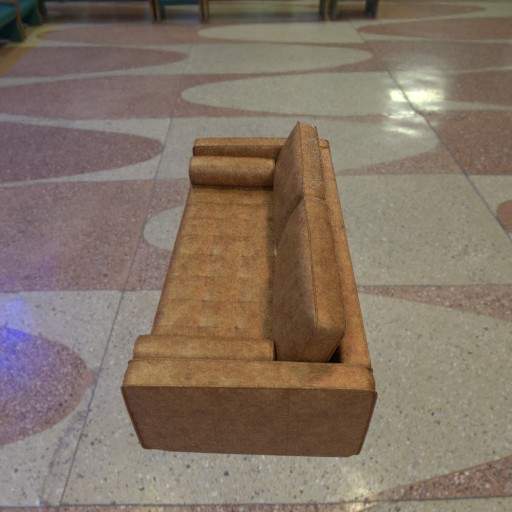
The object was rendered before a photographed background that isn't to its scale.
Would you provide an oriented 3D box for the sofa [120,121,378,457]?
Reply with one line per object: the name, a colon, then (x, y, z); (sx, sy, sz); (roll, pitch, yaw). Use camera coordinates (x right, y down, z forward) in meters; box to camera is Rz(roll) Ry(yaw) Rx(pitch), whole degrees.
sofa: (0.000, 0.000, 2.371); (0.924, 0.825, 1.920); (1, 41, 1)
